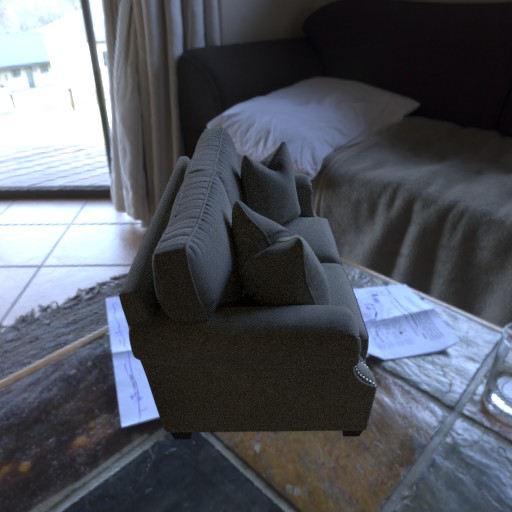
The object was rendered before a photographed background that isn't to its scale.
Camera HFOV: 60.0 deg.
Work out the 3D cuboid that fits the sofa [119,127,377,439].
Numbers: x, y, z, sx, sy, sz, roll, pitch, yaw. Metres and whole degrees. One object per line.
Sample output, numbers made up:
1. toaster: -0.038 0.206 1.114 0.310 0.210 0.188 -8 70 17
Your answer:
1. sofa: 0.000 0.000 2.328 0.966 0.966 1.701 0 30 -1
